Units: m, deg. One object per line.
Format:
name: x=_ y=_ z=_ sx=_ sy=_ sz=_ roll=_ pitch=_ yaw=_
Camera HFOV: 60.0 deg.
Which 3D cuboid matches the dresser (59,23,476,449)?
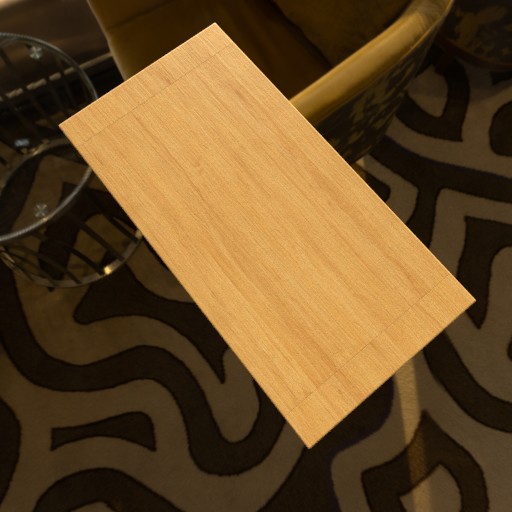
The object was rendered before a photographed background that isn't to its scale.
dresser: x=0.000 y=0.000 z=1.224 sx=0.410 sy=0.730 sz=0.800 roll=-38 pitch=78 yaw=-9
